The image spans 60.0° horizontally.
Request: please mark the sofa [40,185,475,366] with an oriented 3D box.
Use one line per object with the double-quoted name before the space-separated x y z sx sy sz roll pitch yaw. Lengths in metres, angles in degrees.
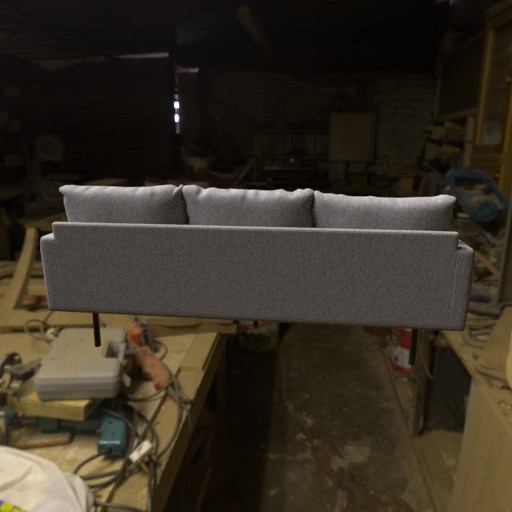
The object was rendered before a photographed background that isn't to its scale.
"sofa" 0.000 0.000 2.448 2.000 0.830 0.850 2 15 7
